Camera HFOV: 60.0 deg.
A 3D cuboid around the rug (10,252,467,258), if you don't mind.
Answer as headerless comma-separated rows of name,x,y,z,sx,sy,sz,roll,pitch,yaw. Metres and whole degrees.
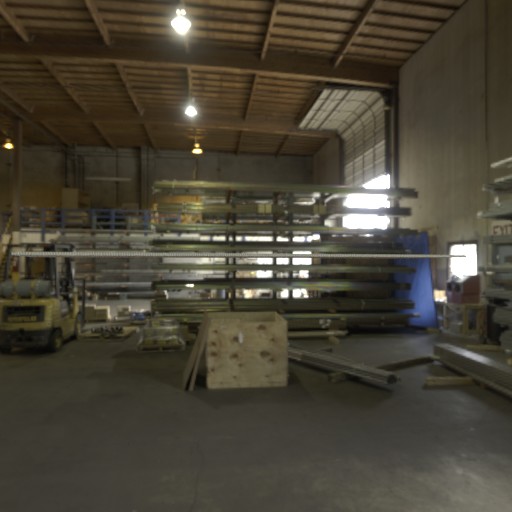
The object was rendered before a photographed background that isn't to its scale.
rug,0.000,0.000,2.427,2.276,0.014,0.678,0,-1,-19
